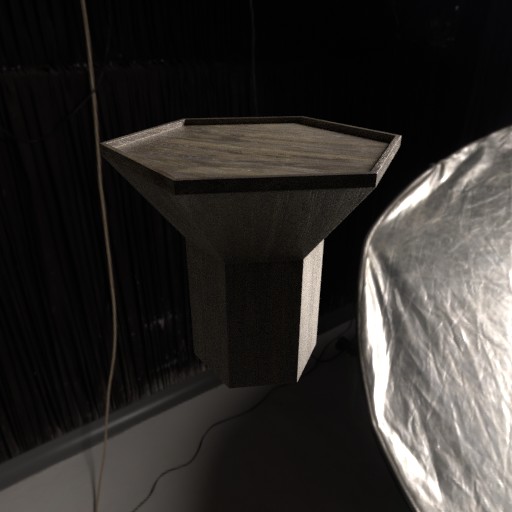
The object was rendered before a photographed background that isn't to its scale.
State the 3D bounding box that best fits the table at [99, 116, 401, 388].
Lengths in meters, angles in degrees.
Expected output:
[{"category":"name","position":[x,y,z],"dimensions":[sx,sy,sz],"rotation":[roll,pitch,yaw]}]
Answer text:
[{"category":"table","position":[0.000,0.000,1.127],"dimensions":[0.592,0.586,0.683],"rotation":[-19,32,-33]}]
